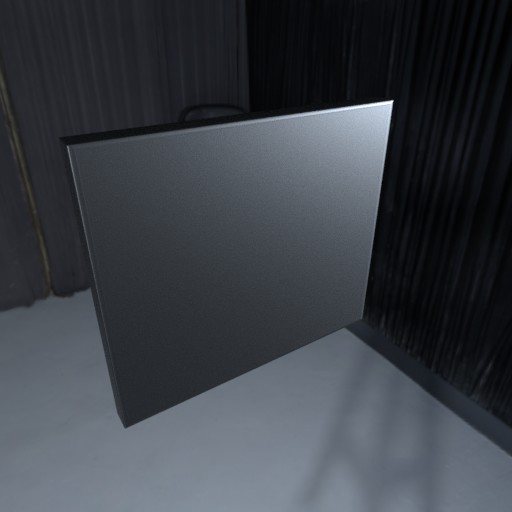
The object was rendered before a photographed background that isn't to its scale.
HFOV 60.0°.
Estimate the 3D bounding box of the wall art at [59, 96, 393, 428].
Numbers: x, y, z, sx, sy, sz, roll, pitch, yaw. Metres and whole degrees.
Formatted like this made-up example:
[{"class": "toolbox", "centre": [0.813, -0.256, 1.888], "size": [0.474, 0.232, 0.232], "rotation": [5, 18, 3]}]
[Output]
[{"class": "wall art", "centre": [0.000, 0.000, 0.534], "size": [0.380, 0.330, 0.028], "rotation": [-18, 33, -29]}]
